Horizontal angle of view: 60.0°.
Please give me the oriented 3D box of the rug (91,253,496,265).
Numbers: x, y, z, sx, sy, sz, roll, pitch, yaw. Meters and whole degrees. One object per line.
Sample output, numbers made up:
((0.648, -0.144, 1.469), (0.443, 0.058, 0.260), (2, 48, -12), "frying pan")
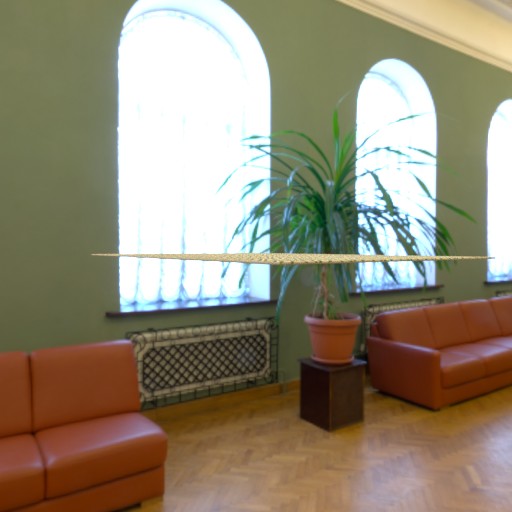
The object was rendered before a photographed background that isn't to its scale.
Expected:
((0.000, 0.000, 2.997), (1.517, 0.011, 2.435), (-1, 1, -35), "rug")
